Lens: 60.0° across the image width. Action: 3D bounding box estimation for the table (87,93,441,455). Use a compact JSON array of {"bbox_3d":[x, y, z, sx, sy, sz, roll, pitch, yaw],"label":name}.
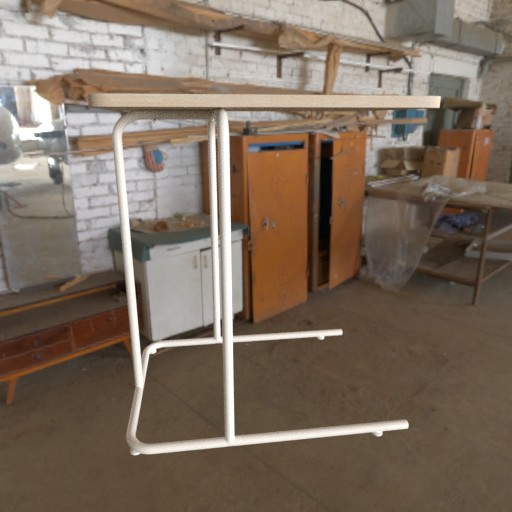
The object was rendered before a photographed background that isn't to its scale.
[{"bbox_3d":[0.000,0.000,0.828,0.480,0.550,0.370,-2,17,-8],"label":"table"}]
